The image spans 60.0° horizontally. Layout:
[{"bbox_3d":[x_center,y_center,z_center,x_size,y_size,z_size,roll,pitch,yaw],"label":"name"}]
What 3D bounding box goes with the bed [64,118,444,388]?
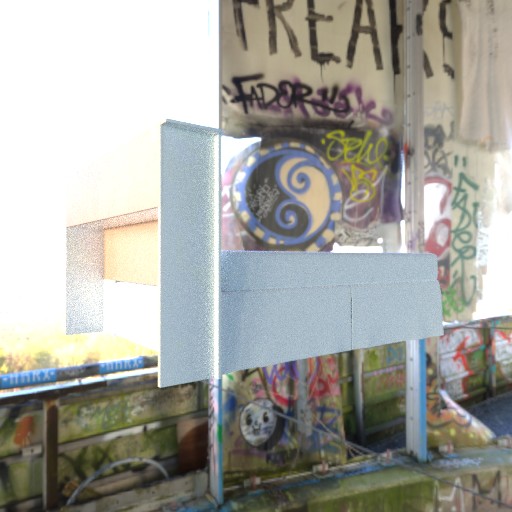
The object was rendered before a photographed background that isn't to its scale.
[{"bbox_3d":[0.000,0.000,3.076,2.133,1.092,1.671,0,0,-37],"label":"bed"}]
